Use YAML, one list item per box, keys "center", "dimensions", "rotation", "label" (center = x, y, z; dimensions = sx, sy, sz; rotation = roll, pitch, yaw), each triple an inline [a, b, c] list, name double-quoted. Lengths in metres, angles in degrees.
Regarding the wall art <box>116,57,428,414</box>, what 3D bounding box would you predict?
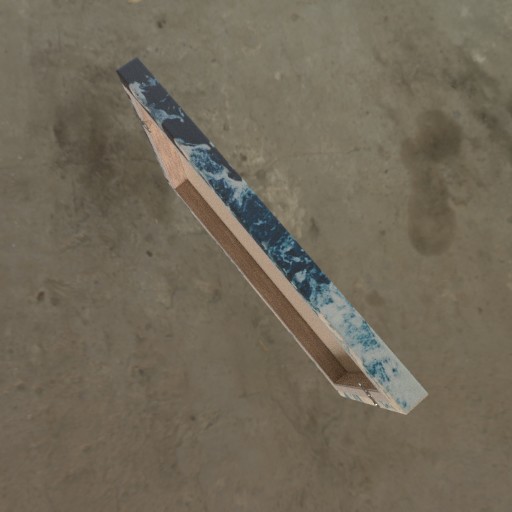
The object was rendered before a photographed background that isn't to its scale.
- center: [0.000, 0.000, 0.783]
  dimensions: [0.043, 0.407, 0.609]
  rotation: [-38, 79, -9]
  label: "wall art"
